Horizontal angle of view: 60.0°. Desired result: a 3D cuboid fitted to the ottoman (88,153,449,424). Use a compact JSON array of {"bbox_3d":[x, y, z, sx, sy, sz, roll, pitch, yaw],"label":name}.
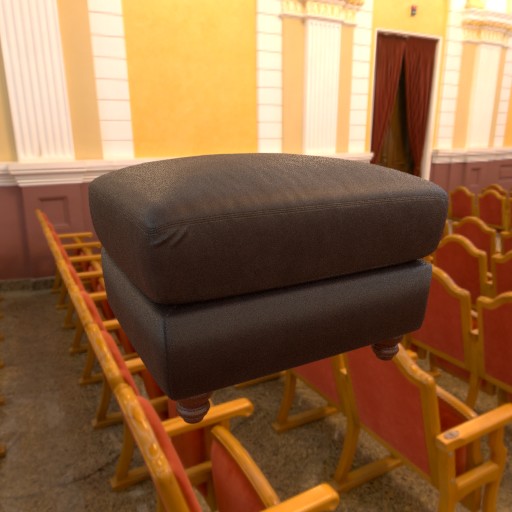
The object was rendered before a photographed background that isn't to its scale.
[{"bbox_3d":[0.000,0.000,1.271,0.806,0.569,0.670,-9,18,-28],"label":"ottoman"}]
